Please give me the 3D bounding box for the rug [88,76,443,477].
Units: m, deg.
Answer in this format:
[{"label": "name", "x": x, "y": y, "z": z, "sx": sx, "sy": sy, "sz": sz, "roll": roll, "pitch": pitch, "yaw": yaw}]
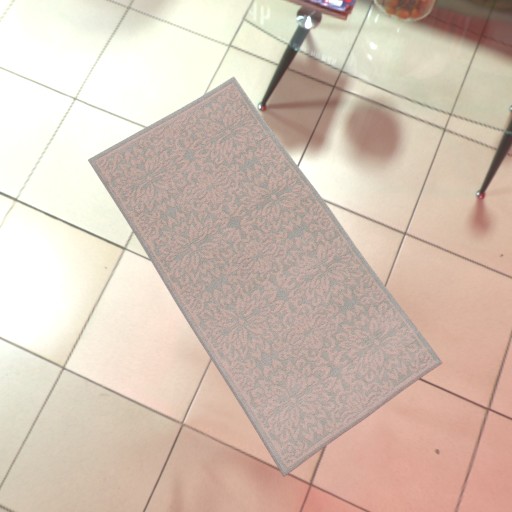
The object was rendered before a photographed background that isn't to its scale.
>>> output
[{"label": "rug", "x": 0.000, "y": 0.000, "z": 1.468, "sx": 0.604, "sy": 0.007, "sz": 1.219, "roll": -33, "pitch": 79, "yaw": -7}]
